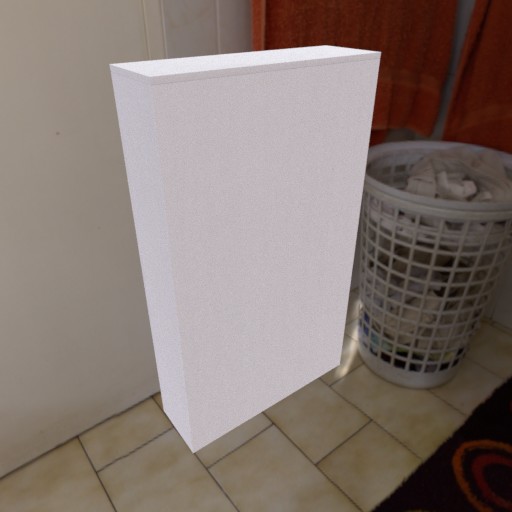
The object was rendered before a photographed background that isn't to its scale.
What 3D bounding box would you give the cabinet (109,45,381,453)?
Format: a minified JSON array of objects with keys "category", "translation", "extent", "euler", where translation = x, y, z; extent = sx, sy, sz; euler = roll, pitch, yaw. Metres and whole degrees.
[{"category":"cabinet","translation":[0.000,0.000,1.554],"extent":[0.750,1.280,0.250],"euler":[-21,37,-31]}]
